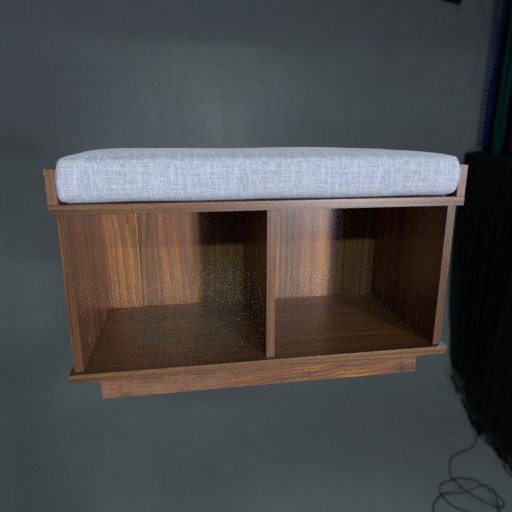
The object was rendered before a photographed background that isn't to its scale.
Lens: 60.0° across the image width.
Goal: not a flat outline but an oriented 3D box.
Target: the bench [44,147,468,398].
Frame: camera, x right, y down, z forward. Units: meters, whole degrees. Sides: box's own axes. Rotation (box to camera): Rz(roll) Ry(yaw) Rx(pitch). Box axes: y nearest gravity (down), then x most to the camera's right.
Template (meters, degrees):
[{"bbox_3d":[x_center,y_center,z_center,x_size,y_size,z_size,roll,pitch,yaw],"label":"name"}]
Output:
[{"bbox_3d":[0.000,0.000,0.970,0.734,0.461,0.362,-2,15,-9],"label":"bench"}]
